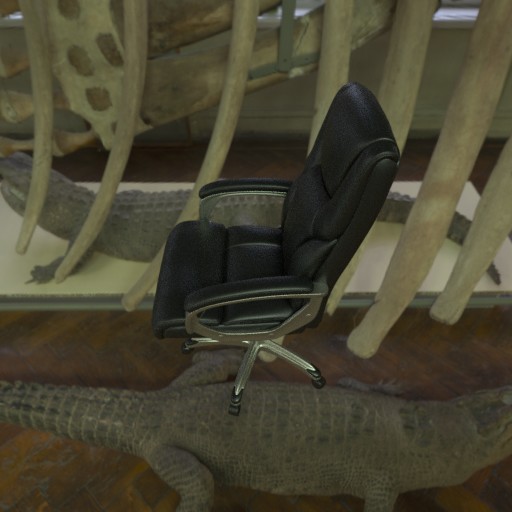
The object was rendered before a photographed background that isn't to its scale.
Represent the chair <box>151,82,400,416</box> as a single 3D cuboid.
[{"bbox_3d":[0.000,0.000,1.631,0.739,1.155,0.663,-1,42,-1],"label":"chair"}]
